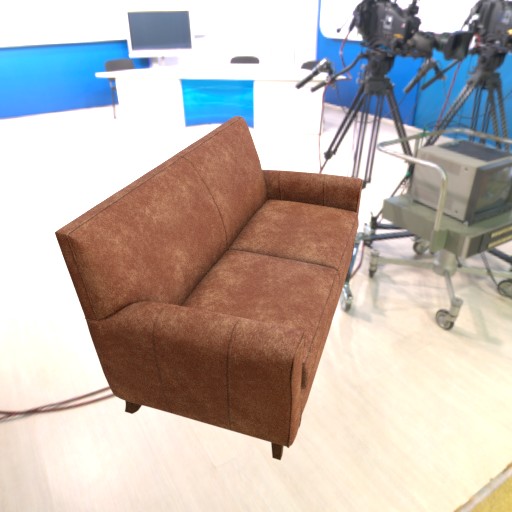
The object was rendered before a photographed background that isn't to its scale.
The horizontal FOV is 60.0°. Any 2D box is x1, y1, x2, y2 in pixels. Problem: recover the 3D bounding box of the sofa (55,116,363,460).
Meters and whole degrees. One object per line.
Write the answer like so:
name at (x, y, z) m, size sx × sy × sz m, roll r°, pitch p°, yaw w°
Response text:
sofa at (0.000, 0.000, 2.037) m, size 0.787 × 0.871 × 1.473 m, roll 10°, pitch 33°, yaw 16°
